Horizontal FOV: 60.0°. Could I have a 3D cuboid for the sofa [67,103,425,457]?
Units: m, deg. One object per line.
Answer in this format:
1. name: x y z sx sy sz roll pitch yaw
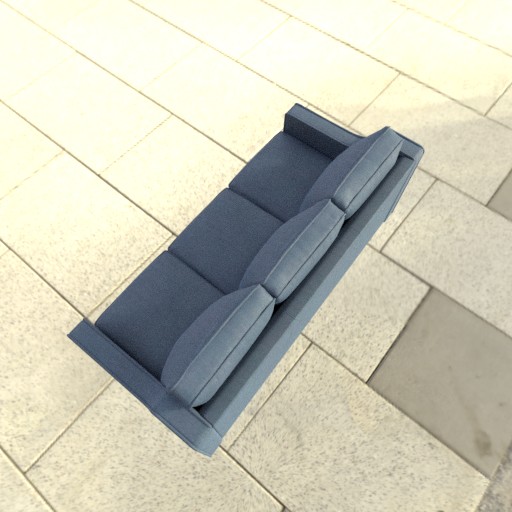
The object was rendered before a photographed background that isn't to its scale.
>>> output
1. sofa: 0.000 0.000 2.581 0.911 0.974 1.986 34 68 16
